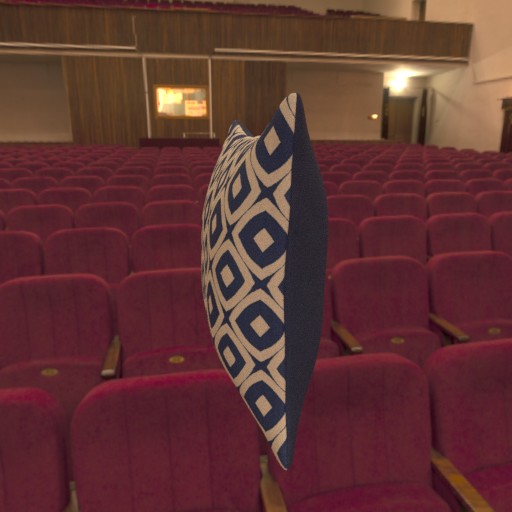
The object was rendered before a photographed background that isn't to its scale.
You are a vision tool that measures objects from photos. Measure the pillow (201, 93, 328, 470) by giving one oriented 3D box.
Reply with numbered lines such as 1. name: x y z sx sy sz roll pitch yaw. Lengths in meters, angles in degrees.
1. pillow: 0.000 0.000 0.789 0.188 0.494 0.504 -2 14 -10
